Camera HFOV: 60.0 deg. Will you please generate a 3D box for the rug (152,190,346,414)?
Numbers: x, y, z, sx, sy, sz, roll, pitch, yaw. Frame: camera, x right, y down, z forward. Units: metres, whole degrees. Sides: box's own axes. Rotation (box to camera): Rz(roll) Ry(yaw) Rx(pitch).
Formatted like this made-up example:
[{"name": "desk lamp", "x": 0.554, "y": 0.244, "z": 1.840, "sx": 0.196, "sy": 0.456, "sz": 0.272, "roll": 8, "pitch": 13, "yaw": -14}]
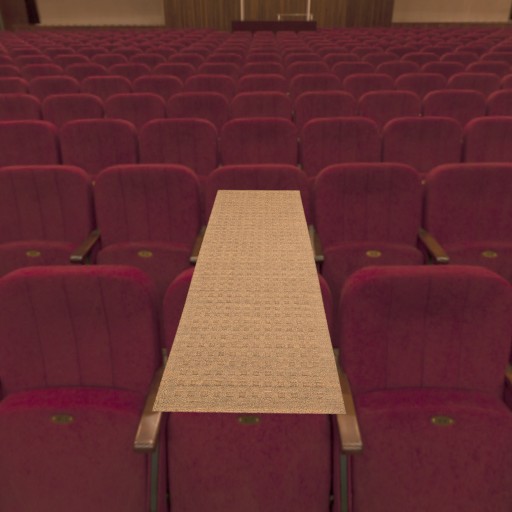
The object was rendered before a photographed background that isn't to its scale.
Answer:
[{"name": "rug", "x": 0.000, "y": 0.000, "z": 2.648, "sx": 0.688, "sy": 0.005, "sz": 2.437, "roll": 1, "pitch": 27, "yaw": 1}]
